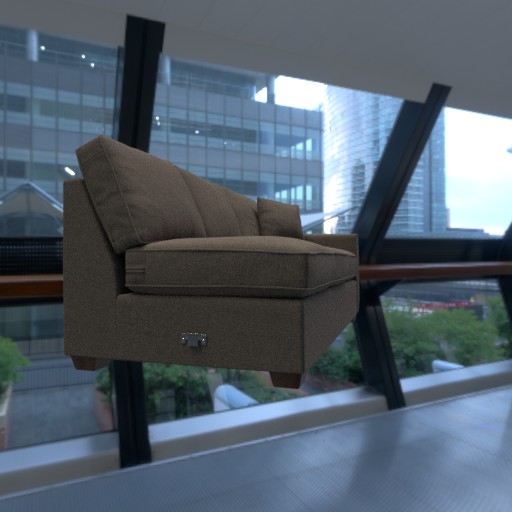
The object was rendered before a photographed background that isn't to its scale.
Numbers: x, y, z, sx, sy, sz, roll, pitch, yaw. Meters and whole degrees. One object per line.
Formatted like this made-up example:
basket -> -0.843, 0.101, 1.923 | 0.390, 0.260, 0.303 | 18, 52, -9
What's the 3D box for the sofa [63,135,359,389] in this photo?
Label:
sofa -> 0.000, 0.000, 2.543 | 1.034, 0.946, 1.963 | 0, -1, 18
